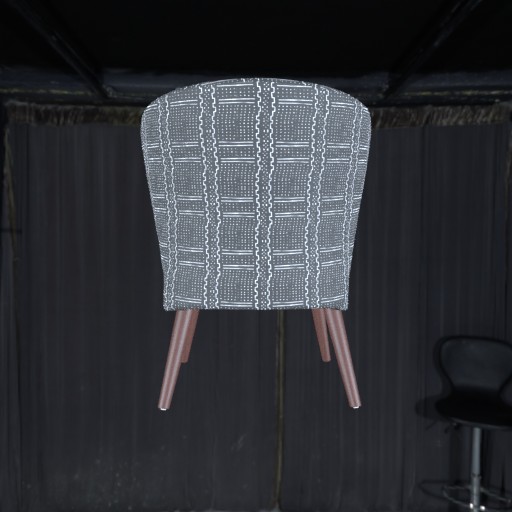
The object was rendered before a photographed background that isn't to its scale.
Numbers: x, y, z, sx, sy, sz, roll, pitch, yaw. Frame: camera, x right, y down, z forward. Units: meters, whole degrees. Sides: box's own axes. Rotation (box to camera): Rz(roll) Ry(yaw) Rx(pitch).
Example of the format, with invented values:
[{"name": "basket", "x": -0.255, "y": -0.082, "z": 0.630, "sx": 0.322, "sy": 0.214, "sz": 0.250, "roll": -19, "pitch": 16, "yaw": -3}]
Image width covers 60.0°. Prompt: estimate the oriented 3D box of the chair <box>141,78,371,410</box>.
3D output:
[{"name": "chair", "x": 0.000, "y": 0.000, "z": 1.423, "sx": 0.710, "sy": 0.866, "sz": 0.758, "roll": 0, "pitch": 1, "yaw": -2}]
